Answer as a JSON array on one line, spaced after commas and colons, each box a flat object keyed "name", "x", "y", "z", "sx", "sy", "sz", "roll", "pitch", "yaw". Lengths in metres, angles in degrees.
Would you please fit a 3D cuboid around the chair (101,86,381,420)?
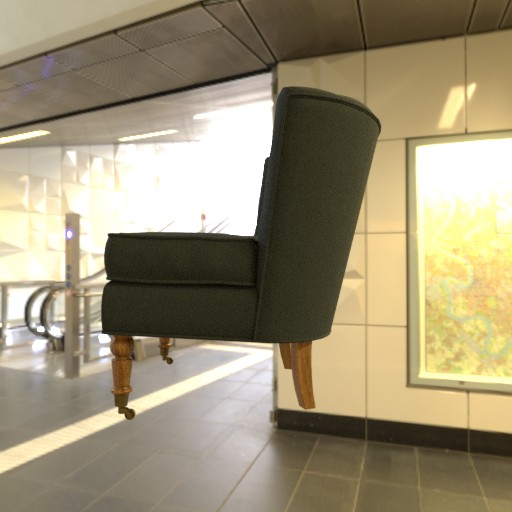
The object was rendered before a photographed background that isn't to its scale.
[{"name": "chair", "x": 0.000, "y": 0.000, "z": 1.330, "sx": 0.718, "sy": 0.771, "sz": 0.740, "roll": 0, "pitch": -1, "yaw": -2}]
